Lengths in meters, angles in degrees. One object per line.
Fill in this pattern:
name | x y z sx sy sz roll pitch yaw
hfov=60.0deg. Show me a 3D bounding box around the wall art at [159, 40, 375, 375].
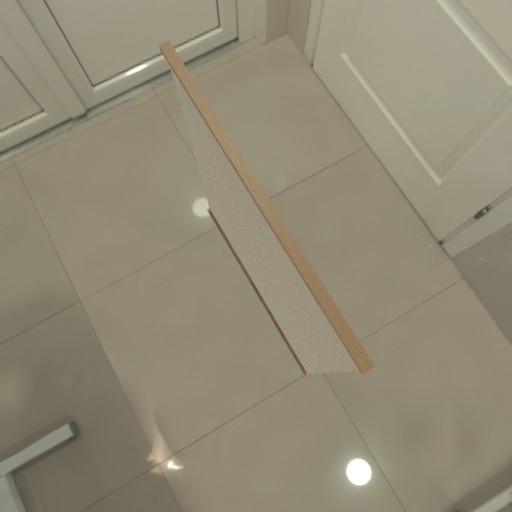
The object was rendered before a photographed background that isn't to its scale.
wall art | 0.000 0.000 0.687 0.012 0.508 0.405 -29 77 -8
